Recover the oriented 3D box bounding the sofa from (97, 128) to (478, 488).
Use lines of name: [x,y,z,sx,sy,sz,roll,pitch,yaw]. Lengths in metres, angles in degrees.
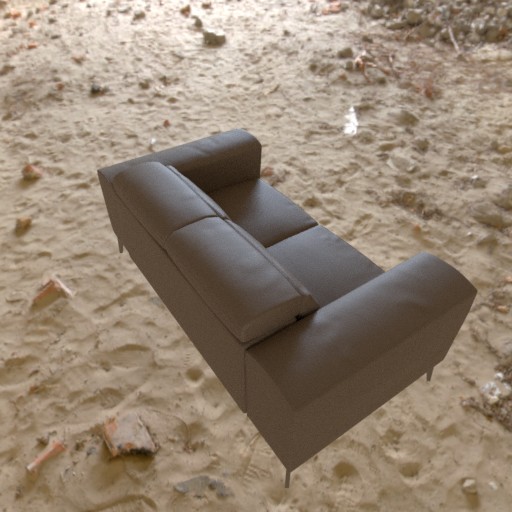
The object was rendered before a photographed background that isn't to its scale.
sofa: [0.000,0.000,2.370,1.003,0.779,1.895,-24,47,-25]
